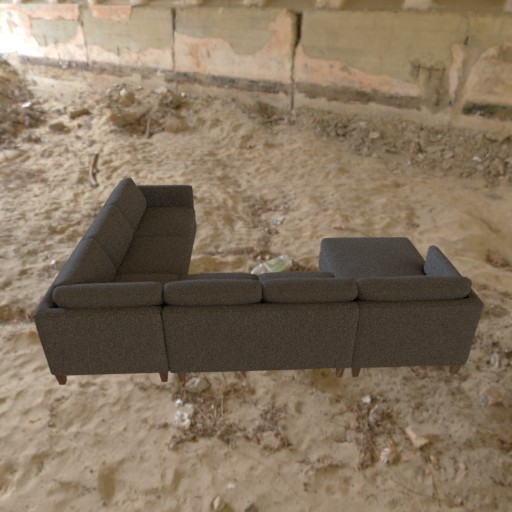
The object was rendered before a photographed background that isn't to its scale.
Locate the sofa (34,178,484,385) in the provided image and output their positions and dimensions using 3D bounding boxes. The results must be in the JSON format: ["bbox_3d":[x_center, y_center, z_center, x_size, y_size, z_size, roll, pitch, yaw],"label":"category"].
[{"bbox_3d":[0.000,0.000,4.338,3.238,0.853,2.551,-1,30,-2],"label":"sofa"}]
